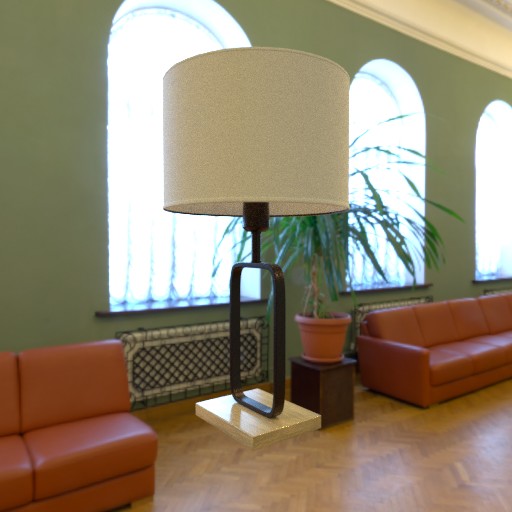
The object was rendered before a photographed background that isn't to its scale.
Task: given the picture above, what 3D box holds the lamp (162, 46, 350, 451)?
[{"bbox_3d":[0.000,0.000,0.676,0.279,0.508,0.279,-1,1,-37],"label":"lamp"}]
